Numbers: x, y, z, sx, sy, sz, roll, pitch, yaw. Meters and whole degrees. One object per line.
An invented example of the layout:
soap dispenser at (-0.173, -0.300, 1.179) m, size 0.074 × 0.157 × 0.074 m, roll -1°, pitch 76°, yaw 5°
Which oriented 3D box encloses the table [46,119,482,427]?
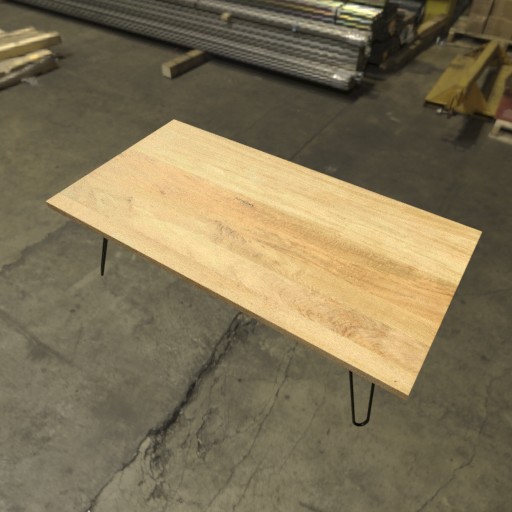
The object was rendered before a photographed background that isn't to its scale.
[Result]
table at (0.000, 0.000, 1.676) m, size 1.348 × 0.400 × 0.699 m, roll 25°, pitch 51°, yaw 23°
